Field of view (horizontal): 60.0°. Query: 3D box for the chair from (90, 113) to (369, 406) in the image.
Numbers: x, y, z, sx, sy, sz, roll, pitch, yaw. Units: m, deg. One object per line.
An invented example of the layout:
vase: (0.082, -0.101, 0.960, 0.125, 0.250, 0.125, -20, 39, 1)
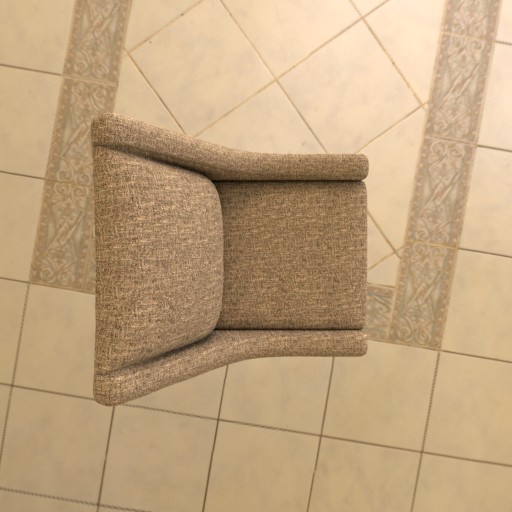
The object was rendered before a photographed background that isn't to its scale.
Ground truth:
chair: (0.000, 0.000, 1.625, 0.870, 1.014, 0.774, 0, 91, -1)
